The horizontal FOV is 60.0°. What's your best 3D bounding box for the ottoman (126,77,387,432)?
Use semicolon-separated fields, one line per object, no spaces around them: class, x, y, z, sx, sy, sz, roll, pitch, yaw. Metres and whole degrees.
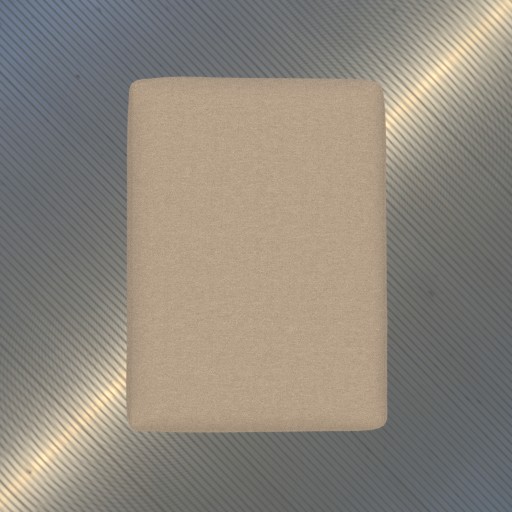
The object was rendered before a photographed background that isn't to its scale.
ottoman;0.000;0.000;1.141;0.574;0.497;0.773;0;89;-1
